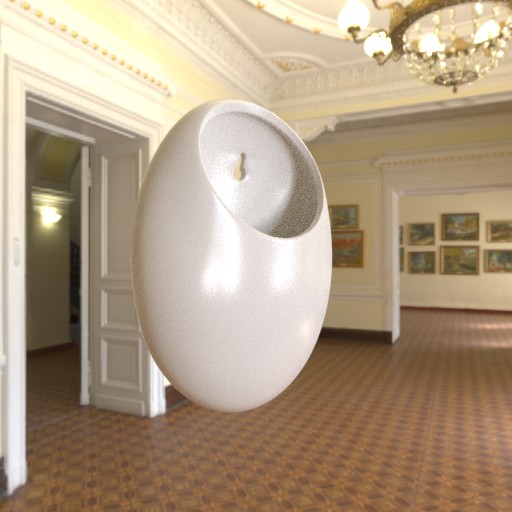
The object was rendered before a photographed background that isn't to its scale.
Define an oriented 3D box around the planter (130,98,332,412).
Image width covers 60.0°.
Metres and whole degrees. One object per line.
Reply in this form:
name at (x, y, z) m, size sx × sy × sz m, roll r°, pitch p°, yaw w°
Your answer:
planter at (0.000, 0.000, 0.276) m, size 0.043 × 0.188 × 0.185 m, roll 0°, pitch -1°, yaw 38°
